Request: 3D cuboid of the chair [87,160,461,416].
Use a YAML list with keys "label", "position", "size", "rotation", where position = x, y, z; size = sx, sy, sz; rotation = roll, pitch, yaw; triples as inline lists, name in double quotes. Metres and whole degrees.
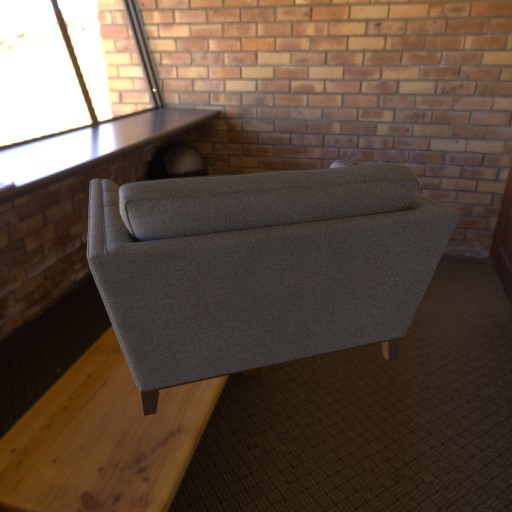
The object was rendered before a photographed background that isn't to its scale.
- label: "chair"
  position: [0.000, 0.000, 2.079]
  size: [1.396, 0.942, 0.965]
  rotation: [-8, 26, -17]
